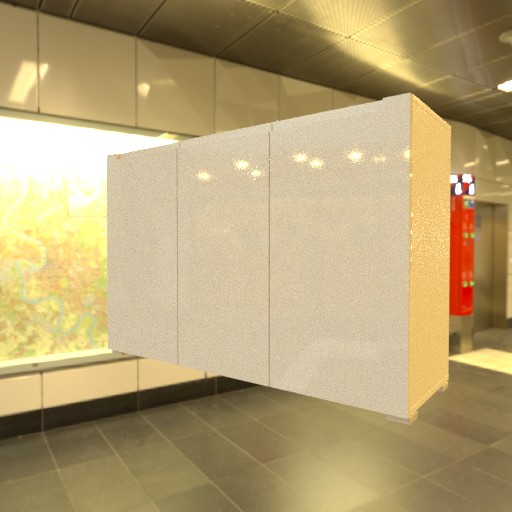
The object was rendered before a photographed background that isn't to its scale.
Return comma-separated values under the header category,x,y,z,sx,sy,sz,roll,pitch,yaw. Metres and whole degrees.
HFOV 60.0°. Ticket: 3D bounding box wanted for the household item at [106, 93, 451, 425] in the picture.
category,x,y,z,sx,sy,sz,roll,pitch,yaw
household item,0.000,0.000,1.700,1.300,0.867,0.420,1,2,37
